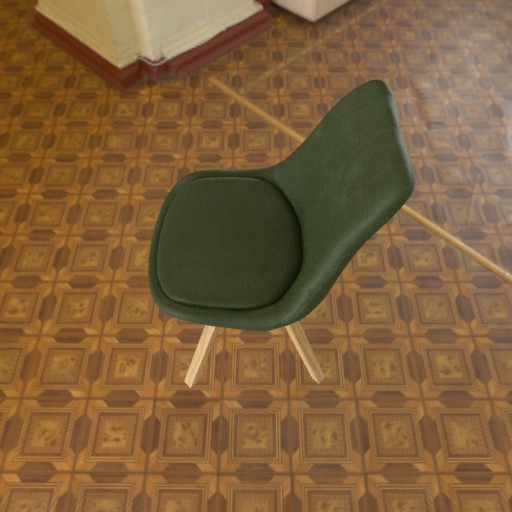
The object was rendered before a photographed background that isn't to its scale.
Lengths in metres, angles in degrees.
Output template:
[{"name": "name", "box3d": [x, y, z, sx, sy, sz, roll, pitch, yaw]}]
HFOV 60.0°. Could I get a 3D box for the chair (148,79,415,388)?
[{"name": "chair", "box3d": [0.000, 0.000, 1.167, 0.547, 0.865, 0.483, 0, 57, 0]}]
